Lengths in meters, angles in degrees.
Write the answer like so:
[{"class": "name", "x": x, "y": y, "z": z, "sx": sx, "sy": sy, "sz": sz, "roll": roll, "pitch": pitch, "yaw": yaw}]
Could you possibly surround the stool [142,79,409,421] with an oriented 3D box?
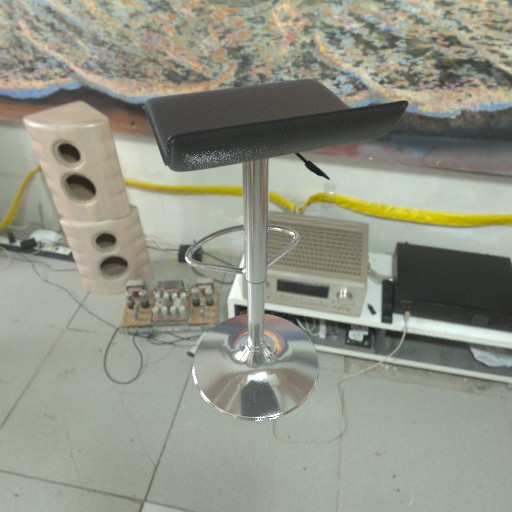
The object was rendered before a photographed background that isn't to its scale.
[{"class": "stool", "x": 0.000, "y": 0.000, "z": 1.049, "sx": 0.381, "sy": 0.851, "sz": 0.381, "roll": -12, "pitch": 43, "yaw": -14}]
